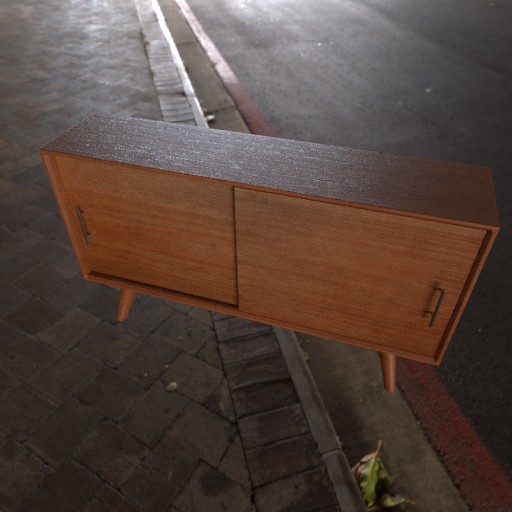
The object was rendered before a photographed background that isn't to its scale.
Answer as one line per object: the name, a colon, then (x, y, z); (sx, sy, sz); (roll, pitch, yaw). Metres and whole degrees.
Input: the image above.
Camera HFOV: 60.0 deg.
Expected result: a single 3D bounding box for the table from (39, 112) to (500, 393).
table: (0.000, 0.000, 1.444); (1.220, 0.698, 0.308); (12, 42, 14)
